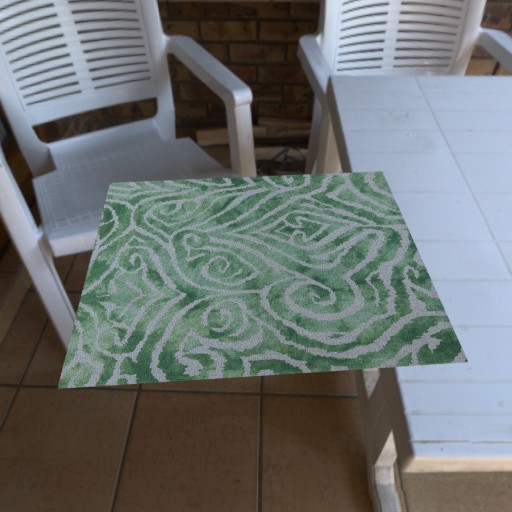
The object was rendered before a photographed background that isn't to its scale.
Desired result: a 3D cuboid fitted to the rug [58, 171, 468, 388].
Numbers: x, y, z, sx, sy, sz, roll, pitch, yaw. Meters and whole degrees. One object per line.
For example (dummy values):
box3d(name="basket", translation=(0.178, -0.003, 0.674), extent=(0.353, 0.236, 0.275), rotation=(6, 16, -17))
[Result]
box3d(name="rug", translation=(0.000, 0.000, 4.114), extent=(3.045, 0.007, 2.436), rotation=(-3, 46, -3))
